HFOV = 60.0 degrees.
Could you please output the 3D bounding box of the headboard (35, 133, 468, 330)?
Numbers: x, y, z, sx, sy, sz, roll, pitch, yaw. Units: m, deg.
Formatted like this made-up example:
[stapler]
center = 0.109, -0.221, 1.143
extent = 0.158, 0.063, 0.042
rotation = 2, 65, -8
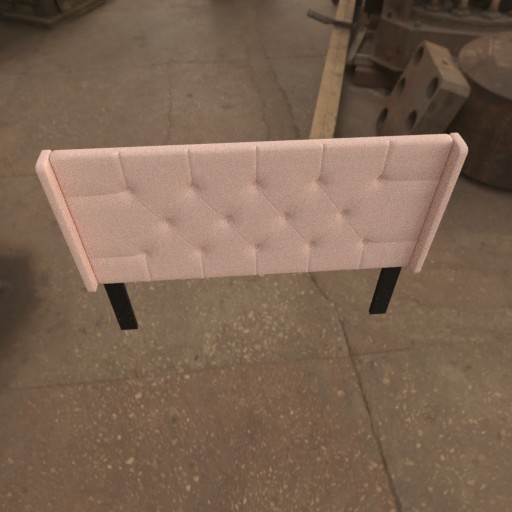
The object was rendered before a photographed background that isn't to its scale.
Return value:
[headboard]
center = 0.000, 0.000, 2.689
extent = 2.051, 1.524, 0.184
rotation = -3, 46, -3
